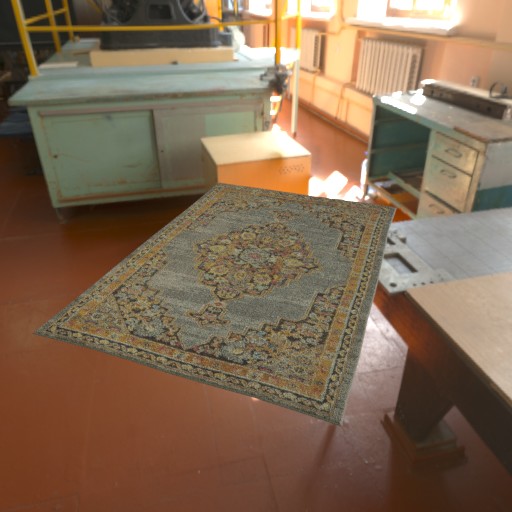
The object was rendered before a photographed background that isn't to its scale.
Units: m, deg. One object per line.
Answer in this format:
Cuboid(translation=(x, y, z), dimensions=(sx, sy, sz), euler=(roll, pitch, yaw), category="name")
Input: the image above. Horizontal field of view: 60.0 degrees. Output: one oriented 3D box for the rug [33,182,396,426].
Cuboid(translation=(0.000, 0.000, 3.966), dimensions=(2.158, 0.024, 3.063), euler=(11, 32, 18), category="rug")
